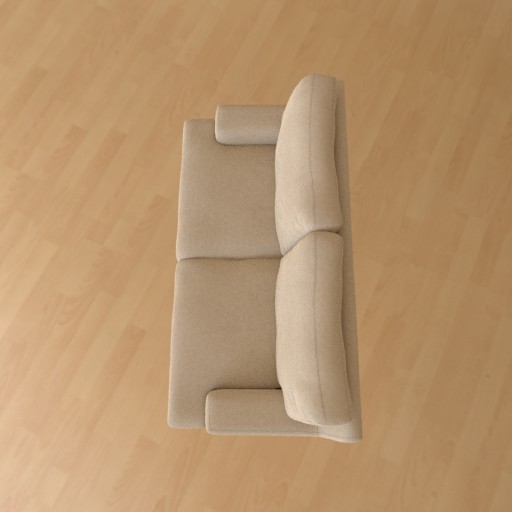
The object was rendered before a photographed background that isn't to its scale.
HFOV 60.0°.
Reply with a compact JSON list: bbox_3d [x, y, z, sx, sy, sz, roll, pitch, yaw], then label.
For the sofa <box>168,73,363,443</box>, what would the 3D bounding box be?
[{"bbox_3d":[0.000,0.000,2.480,0.962,0.967,1.885,0,75,0],"label":"sofa"}]
